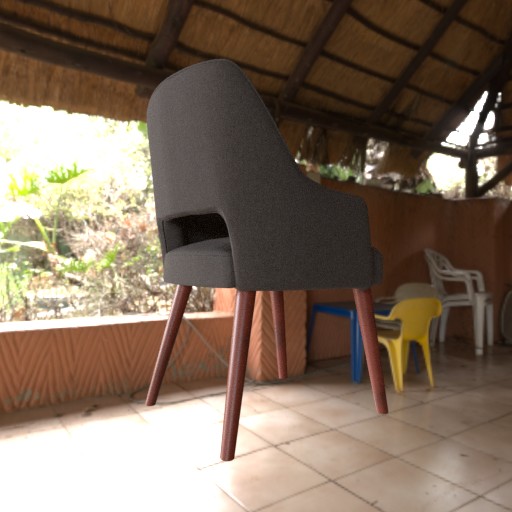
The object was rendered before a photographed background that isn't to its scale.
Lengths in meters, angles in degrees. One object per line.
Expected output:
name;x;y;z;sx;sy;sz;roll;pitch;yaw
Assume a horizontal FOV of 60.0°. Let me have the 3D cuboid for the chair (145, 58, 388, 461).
chair;0.000;0.000;1.212;0.560;0.838;0.559;0;-1;-35
